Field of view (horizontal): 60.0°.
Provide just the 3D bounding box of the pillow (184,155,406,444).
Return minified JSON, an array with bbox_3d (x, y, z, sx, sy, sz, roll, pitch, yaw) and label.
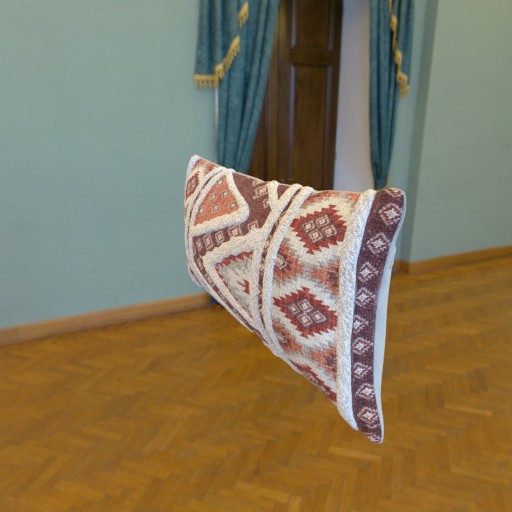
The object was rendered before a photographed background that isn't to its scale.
[{"bbox_3d":[0.000,0.000,0.722,0.161,0.295,0.608,-9,19,-26],"label":"pillow"}]
